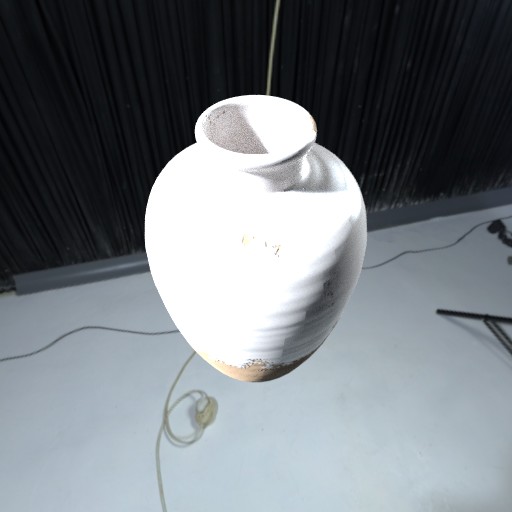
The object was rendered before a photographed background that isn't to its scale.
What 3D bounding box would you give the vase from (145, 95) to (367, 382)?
[{"bbox_3d":[0.000,0.000,0.342,0.158,0.228,0.158,0,47,0],"label":"vase"}]
